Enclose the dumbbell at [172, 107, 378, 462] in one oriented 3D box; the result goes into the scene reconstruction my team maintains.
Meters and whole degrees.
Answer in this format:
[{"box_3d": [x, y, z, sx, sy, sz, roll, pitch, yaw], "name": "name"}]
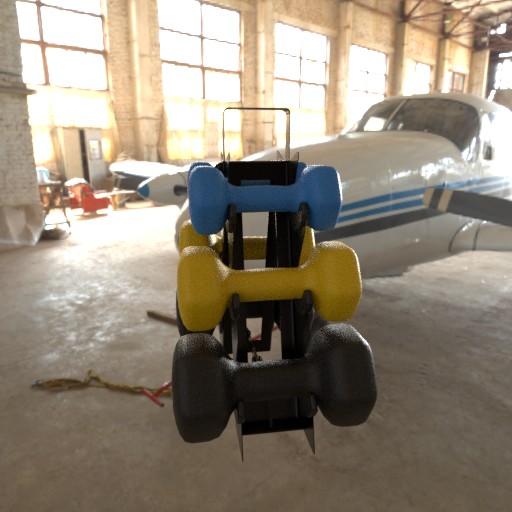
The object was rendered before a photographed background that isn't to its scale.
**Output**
[{"box_3d": [0.000, 0.000, 0.672, 0.255, 0.426, 0.409, -2, 14, -9], "name": "dumbbell"}]
